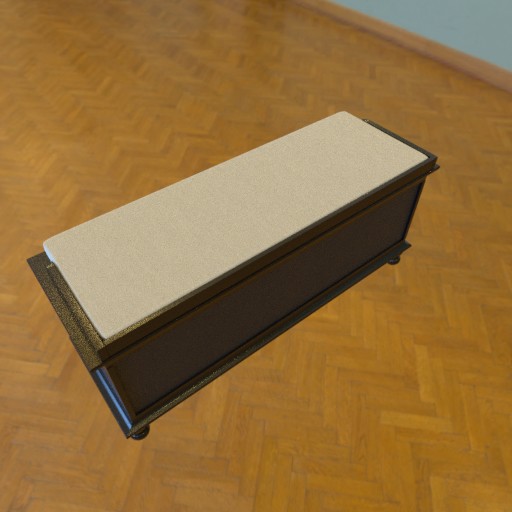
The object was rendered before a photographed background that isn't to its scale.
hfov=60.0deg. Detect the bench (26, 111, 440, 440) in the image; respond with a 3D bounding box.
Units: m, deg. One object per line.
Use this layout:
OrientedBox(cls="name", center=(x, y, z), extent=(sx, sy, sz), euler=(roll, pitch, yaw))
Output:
OrientedBox(cls="bench", center=(0.000, 0.000, 1.426), extent=(1.185, 0.501, 0.402), euler=(-29, 53, -25))
